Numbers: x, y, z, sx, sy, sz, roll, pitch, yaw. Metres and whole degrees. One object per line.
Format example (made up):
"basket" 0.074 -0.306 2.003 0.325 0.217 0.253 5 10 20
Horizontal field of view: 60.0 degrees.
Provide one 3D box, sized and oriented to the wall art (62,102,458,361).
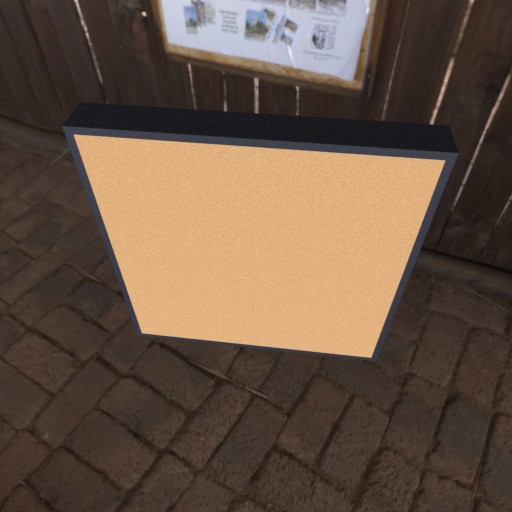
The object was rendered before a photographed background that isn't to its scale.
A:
"wall art" 0.000 0.000 0.462 0.304 0.304 0.038 5 48 5
